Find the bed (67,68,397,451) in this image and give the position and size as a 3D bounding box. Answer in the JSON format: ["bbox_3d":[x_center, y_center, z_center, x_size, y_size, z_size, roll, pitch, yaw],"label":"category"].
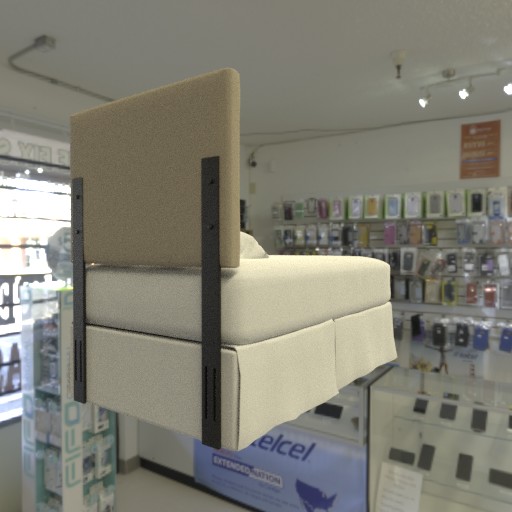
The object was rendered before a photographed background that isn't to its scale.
[{"bbox_3d":[0.000,0.000,2.917,1.261,1.571,1.997,1,1,35],"label":"bed"}]
